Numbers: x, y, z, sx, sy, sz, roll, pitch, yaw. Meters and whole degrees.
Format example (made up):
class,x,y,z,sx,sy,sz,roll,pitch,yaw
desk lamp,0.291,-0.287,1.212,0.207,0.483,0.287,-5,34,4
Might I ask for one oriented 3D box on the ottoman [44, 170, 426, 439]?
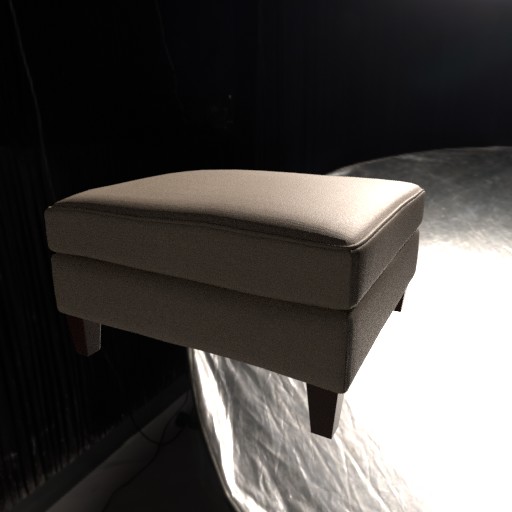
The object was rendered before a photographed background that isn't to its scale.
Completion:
class,x,y,z,sx,sy,sz,roll,pitch,yaw
ottoman,0.000,0.000,1.344,0.838,0.481,0.838,9,19,27
